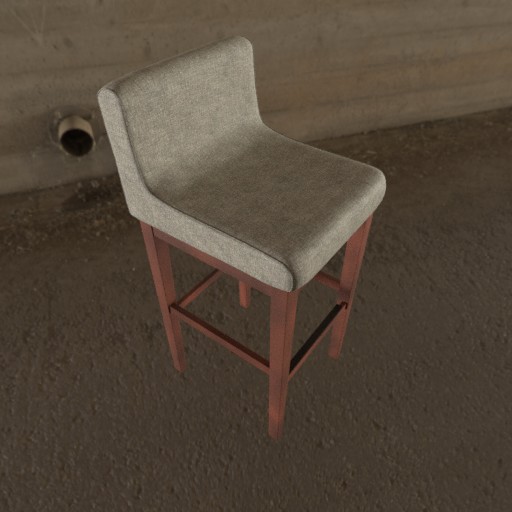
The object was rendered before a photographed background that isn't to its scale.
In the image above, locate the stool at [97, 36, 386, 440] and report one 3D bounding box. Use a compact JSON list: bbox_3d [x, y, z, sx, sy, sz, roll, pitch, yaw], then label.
[{"bbox_3d":[0.000,0.000,1.202,0.499,0.965,0.426,27,48,26],"label":"stool"}]
